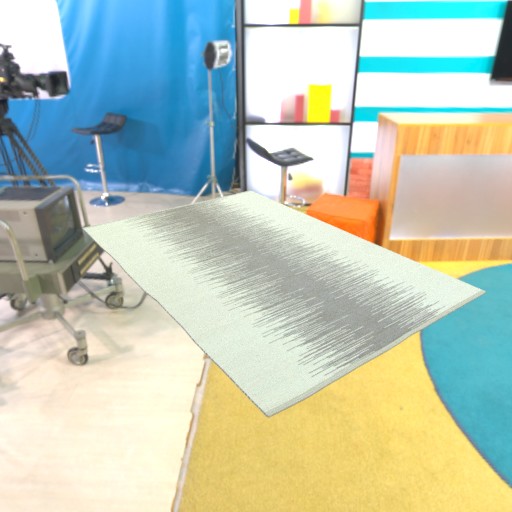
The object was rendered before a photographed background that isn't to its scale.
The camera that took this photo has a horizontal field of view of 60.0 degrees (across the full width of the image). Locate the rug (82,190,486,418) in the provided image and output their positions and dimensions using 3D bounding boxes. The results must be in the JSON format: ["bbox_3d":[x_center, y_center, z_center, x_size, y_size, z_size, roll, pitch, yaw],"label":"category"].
[{"bbox_3d":[0.000,0.000,2.291,1.226,0.007,1.815,-18,31,-32],"label":"rug"}]
